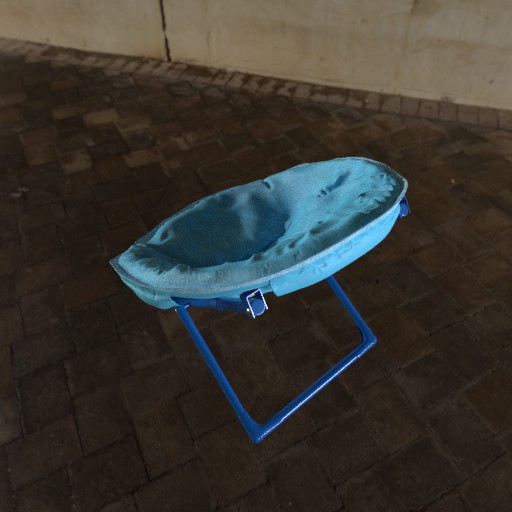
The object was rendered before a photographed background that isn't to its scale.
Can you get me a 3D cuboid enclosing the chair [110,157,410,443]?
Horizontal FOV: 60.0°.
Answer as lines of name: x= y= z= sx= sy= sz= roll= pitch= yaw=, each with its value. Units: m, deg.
chair: x=0.000 y=0.000 z=0.882 sx=0.520 sy=0.478 sz=0.465 roll=-31 pitch=54 yaw=-26
